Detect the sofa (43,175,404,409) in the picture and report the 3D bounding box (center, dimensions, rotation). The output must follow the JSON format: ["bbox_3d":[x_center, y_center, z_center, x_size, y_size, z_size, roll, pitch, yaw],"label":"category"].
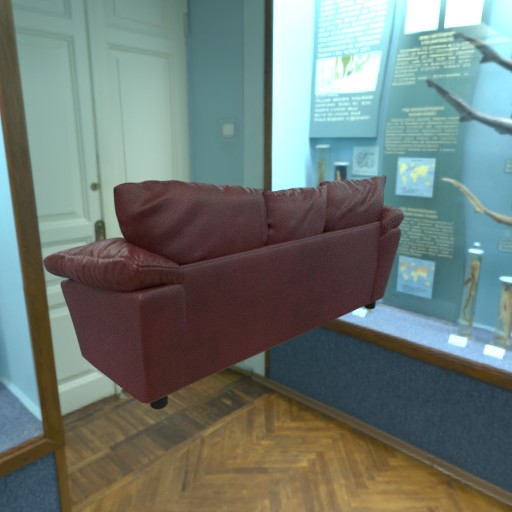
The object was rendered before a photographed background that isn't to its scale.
[{"bbox_3d":[0.000,0.000,2.875,2.390,1.091,0.907,-13,19,-43],"label":"sofa"}]
